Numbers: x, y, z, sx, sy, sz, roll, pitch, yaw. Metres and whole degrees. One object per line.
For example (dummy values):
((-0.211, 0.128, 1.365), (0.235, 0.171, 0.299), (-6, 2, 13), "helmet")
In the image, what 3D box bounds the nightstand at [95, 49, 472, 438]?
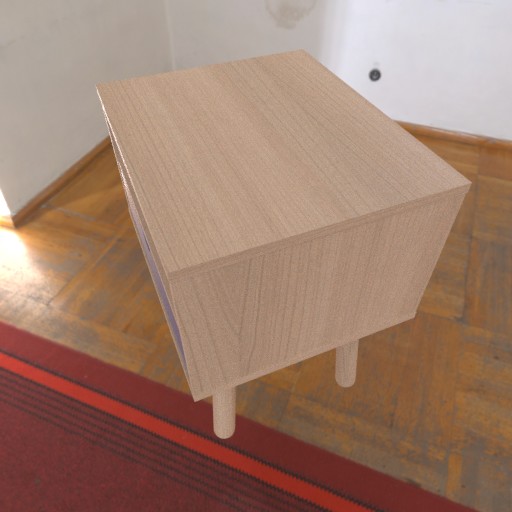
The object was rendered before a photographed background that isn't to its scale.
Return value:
((0.000, 0.000, 0.822), (0.380, 0.530, 0.450), (-17, 48, -16), "nightstand")
